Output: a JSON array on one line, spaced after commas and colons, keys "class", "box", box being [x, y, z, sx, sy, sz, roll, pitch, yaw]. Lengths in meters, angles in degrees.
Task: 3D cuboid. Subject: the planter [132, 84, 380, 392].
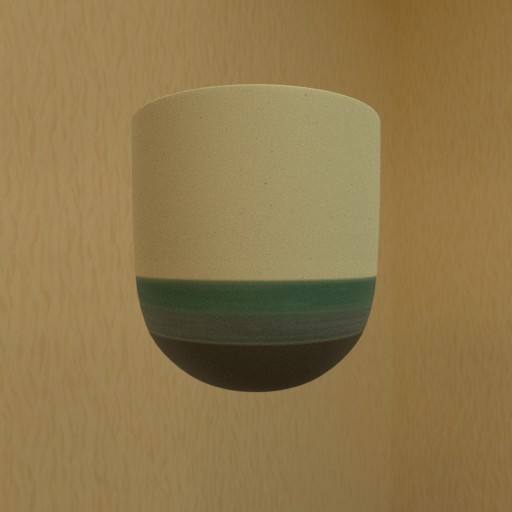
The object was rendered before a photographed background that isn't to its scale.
[{"class": "planter", "box": [0.000, 0.000, 0.377, 0.204, 0.214, 0.204, 0, 0, 0]}]
